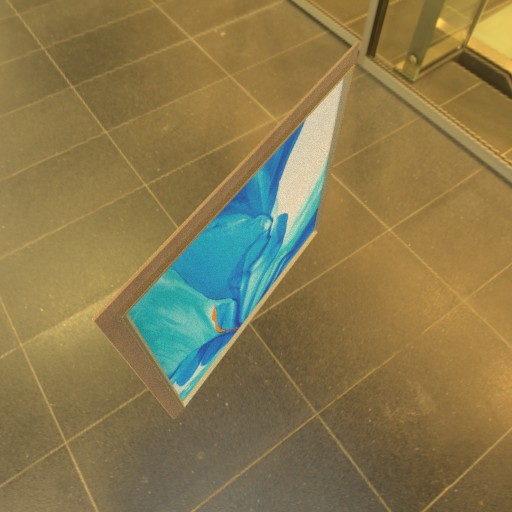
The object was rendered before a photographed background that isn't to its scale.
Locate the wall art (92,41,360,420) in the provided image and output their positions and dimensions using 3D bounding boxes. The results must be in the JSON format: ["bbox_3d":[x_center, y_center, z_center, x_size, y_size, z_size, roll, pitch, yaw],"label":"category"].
[{"bbox_3d":[0.000,0.000,1.629,0.025,1.067,1.168,31,64,17],"label":"wall art"}]
